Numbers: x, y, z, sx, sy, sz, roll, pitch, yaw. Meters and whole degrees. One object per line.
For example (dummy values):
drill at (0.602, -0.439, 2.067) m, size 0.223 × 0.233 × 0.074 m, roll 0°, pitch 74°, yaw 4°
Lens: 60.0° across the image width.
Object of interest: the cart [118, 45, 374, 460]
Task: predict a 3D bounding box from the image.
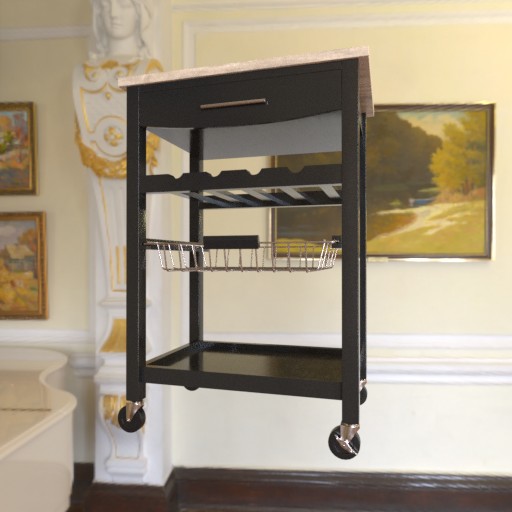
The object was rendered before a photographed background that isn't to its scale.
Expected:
cart at (0.000, 0.000, 1.153) m, size 0.584 × 0.839 × 0.403 m, roll 0°, pitch 0°, yaw 16°
